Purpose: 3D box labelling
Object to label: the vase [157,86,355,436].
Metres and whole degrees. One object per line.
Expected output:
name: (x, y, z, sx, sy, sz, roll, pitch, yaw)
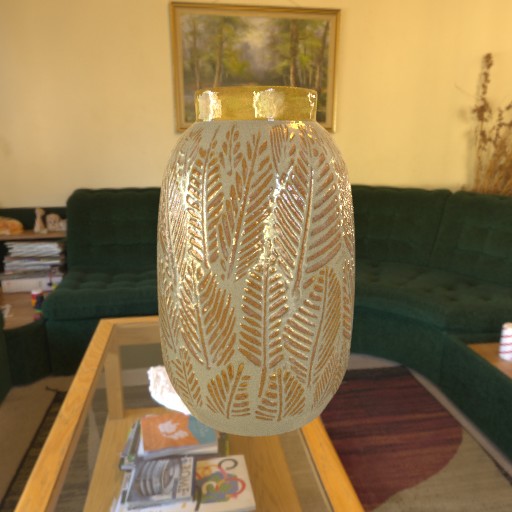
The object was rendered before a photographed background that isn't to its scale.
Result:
vase: (0.000, 0.000, 0.387, 0.172, 0.270, 0.172, 0, 15, 0)
